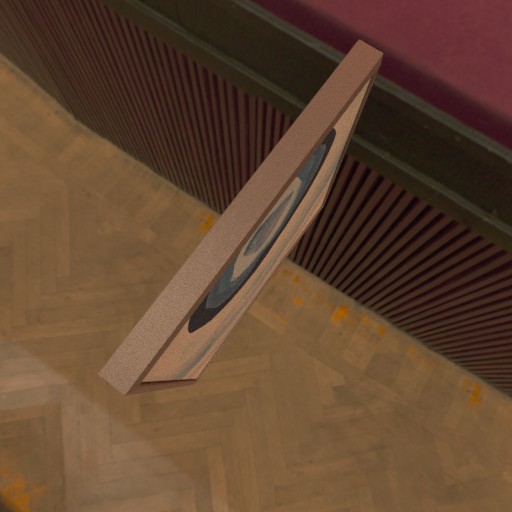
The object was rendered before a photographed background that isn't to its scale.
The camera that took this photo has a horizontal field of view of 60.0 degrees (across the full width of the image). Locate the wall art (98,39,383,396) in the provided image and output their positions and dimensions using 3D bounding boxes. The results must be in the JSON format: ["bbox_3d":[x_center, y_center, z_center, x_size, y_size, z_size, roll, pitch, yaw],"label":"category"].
[{"bbox_3d":[0.000,0.000,0.517,0.028,0.349,0.349,35,78,9],"label":"wall art"}]
